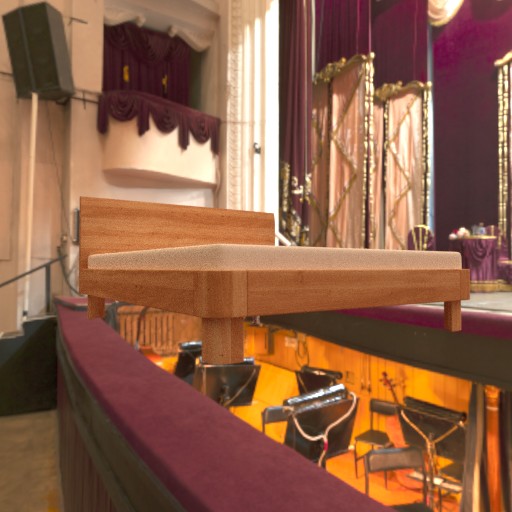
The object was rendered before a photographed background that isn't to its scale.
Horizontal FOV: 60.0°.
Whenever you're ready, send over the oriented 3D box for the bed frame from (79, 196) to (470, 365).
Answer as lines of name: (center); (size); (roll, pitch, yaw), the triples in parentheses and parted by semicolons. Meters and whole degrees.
bed frame: (0.000, 0.000, 3.091); (1.872, 0.940, 2.092); (1, -2, -35)
